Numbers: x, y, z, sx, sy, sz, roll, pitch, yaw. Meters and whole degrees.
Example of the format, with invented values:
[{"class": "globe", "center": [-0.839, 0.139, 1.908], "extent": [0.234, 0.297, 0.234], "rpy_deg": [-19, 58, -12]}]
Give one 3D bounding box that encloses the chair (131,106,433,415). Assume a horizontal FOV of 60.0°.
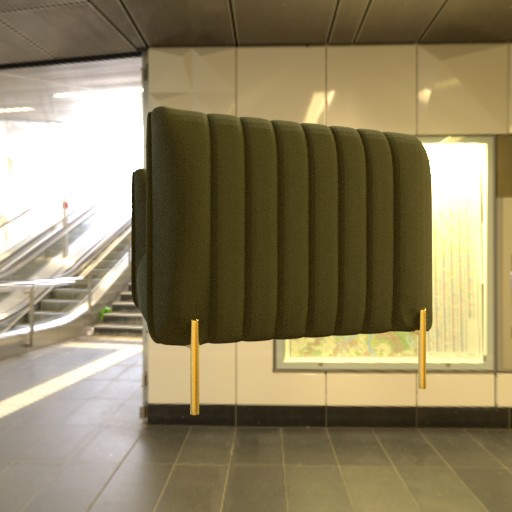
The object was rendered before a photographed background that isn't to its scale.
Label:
[{"class": "chair", "center": [0.000, 0.000, 1.684], "extent": [0.877, 0.794, 1.032], "rpy_deg": [0, 0, -18]}]
